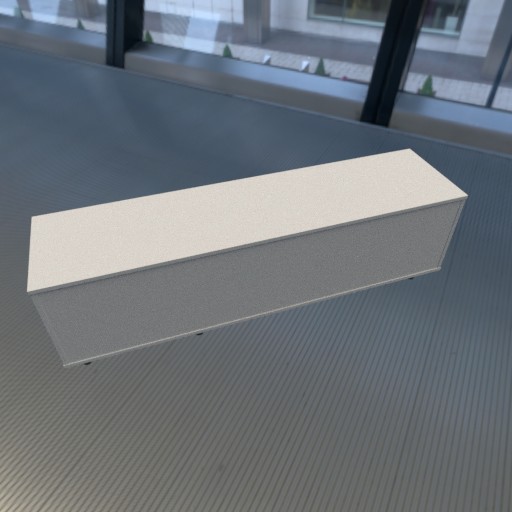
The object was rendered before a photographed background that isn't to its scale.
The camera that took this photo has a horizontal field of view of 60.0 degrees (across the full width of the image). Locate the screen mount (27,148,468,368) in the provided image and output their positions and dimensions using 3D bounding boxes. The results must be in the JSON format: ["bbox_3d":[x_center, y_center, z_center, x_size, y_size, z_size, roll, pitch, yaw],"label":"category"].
[{"bbox_3d":[0.000,0.000,1.849,1.600,0.520,0.418,-13,43,-14],"label":"screen mount"}]
